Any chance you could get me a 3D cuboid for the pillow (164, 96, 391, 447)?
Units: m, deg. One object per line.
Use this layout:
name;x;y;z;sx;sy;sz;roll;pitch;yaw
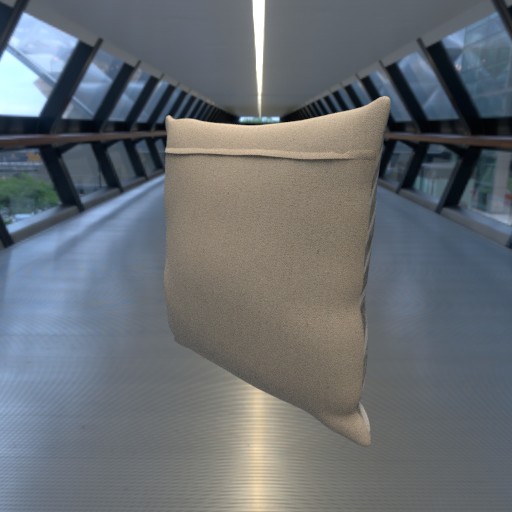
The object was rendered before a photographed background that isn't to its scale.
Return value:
pillow;0.000;0.000;0.683;0.440;0.441;0.182;14;21;43
